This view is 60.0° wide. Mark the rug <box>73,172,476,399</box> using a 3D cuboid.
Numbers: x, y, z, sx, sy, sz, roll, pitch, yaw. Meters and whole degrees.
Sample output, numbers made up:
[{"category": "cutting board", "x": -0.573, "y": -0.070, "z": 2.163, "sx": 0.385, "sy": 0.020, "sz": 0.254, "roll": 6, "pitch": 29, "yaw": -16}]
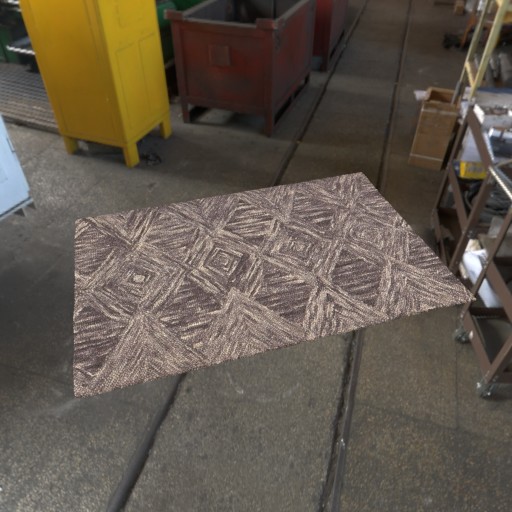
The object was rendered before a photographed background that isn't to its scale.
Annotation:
[{"category": "rug", "x": 0.000, "y": 0.000, "z": 2.310, "sx": 1.814, "sy": 0.012, "sz": 1.186, "roll": -11, "pitch": 43, "yaw": -12}]
